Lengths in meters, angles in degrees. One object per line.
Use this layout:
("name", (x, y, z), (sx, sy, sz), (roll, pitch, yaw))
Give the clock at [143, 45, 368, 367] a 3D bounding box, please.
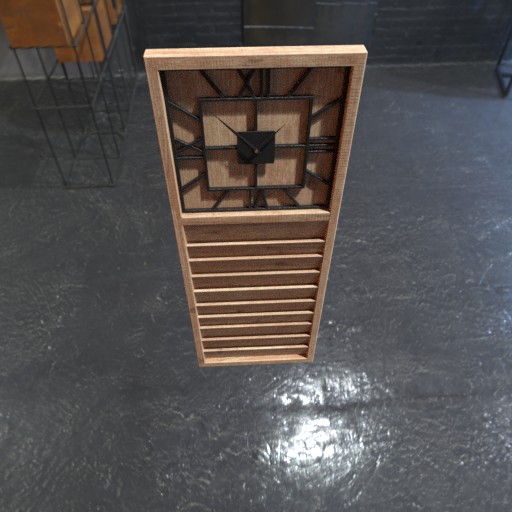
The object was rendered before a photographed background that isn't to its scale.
("clock", (0.000, 0.000, 1.068), (0.361, 0.965, 0.030), (-2, 46, -2))
